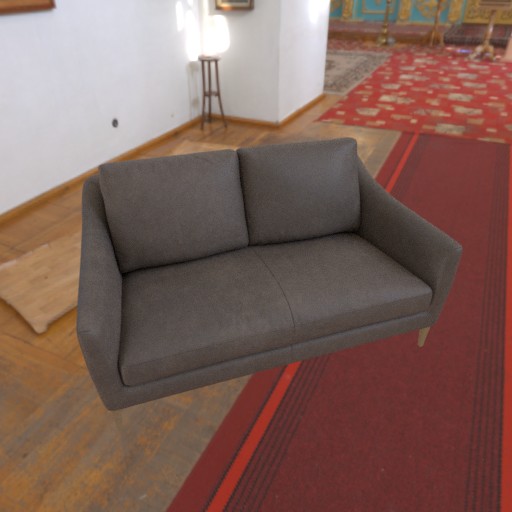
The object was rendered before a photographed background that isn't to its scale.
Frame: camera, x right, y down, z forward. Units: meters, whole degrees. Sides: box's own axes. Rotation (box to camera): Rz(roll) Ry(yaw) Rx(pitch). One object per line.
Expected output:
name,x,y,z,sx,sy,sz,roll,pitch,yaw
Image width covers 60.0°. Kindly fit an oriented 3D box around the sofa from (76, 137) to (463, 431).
sofa,0.000,0.000,2.161,1.619,0.902,0.960,-11,34,-16
